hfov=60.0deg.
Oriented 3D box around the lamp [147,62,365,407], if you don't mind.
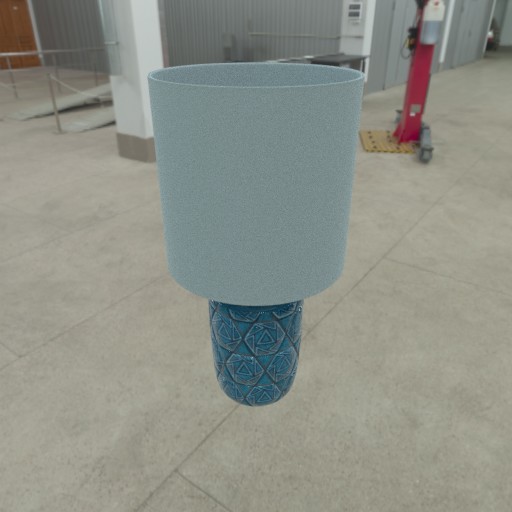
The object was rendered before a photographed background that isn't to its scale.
[{"bbox_3d":[0.000,0.000,0.490,0.193,0.377,0.193,0,28,0],"label":"lamp"}]
